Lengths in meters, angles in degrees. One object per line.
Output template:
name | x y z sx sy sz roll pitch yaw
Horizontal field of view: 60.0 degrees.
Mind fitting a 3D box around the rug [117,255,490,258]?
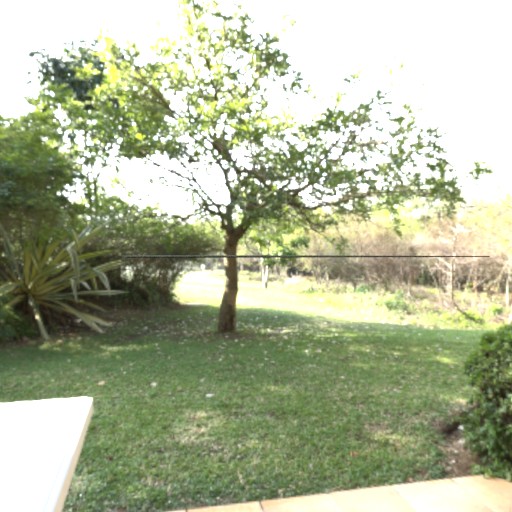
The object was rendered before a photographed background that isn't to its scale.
rug | 0.000 0.000 4.156 2.436 0.007 3.045 0 0 -18
